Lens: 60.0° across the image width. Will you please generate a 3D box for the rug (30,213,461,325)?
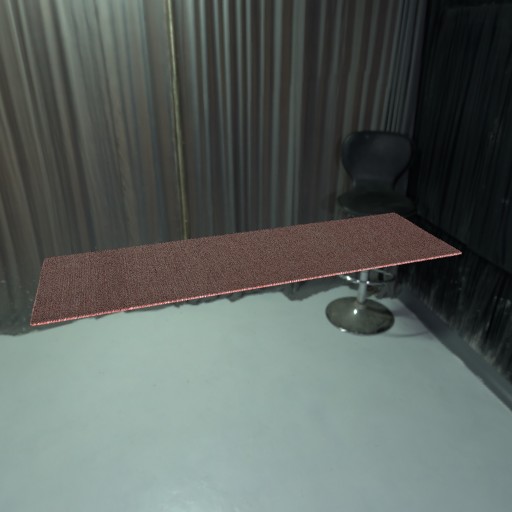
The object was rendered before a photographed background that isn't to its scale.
[{"bbox_3d":[0.000,0.000,2.550,2.307,0.012,0.687,-8,28,-16],"label":"rug"}]
